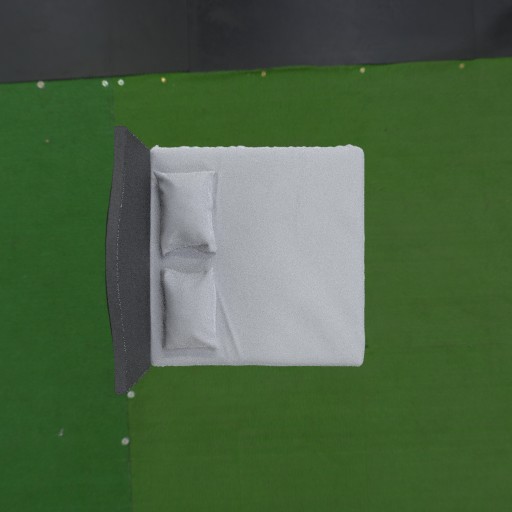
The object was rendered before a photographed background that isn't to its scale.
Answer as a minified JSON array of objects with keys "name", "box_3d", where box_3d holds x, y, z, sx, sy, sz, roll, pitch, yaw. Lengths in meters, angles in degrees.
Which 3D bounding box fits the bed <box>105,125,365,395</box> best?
[{"name":"bed","box_3d":[0.000,0.000,3.863,2.219,1.651,2.314,0,90,0]}]
